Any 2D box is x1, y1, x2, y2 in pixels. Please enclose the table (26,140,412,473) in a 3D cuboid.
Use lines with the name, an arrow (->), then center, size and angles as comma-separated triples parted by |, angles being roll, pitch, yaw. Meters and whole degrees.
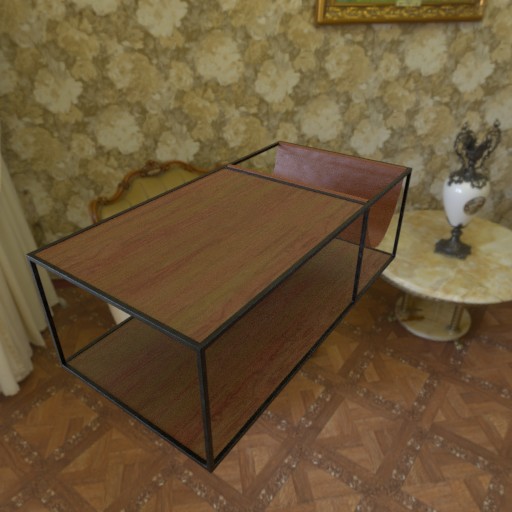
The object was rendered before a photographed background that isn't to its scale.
table -> 0.000, 0.000, 1.508 | 0.597, 0.403, 1.199 | 20, 37, 30
